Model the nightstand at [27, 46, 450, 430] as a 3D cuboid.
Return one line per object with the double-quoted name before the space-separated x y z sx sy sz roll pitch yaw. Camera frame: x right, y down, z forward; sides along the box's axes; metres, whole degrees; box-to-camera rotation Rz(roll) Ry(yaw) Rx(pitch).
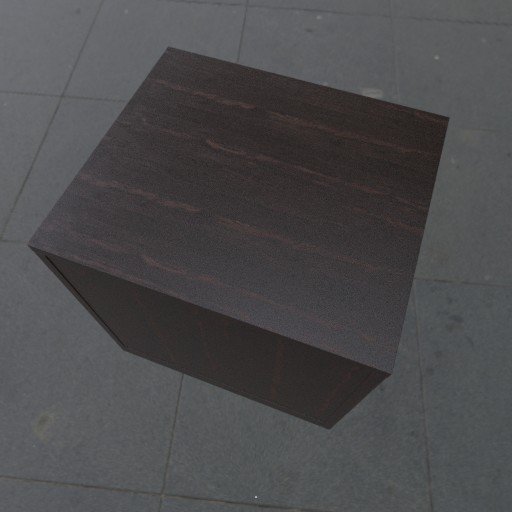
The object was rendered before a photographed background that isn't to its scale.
"nightstand" 0.000 0.000 0.853 0.489 0.487 0.427 18 63 10
